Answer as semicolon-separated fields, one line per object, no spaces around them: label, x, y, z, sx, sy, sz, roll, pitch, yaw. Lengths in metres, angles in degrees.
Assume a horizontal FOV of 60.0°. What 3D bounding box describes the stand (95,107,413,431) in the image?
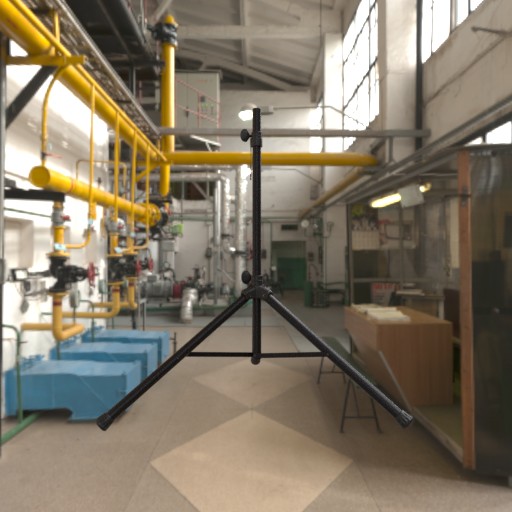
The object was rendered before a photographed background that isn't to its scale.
stand;0.000;0.000;1.867;1.045;1.136;0.907;0;1;0
